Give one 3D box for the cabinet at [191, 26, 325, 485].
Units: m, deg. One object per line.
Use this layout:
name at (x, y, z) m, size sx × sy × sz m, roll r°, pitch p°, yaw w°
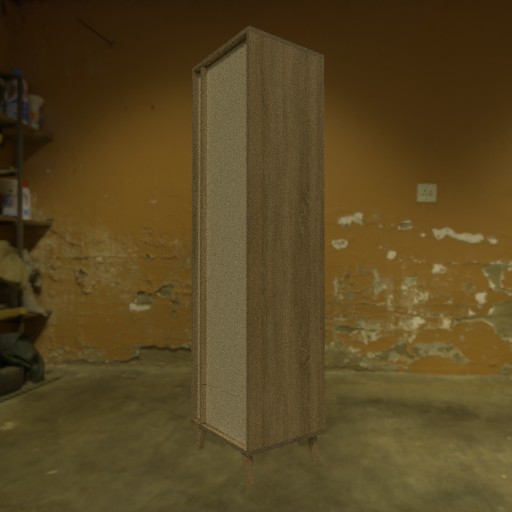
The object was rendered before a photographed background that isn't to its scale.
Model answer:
cabinet at (0.000, 0.000, 2.214) m, size 0.450 × 1.960 × 0.510 m, roll 1°, pitch -2°, yaw -36°
